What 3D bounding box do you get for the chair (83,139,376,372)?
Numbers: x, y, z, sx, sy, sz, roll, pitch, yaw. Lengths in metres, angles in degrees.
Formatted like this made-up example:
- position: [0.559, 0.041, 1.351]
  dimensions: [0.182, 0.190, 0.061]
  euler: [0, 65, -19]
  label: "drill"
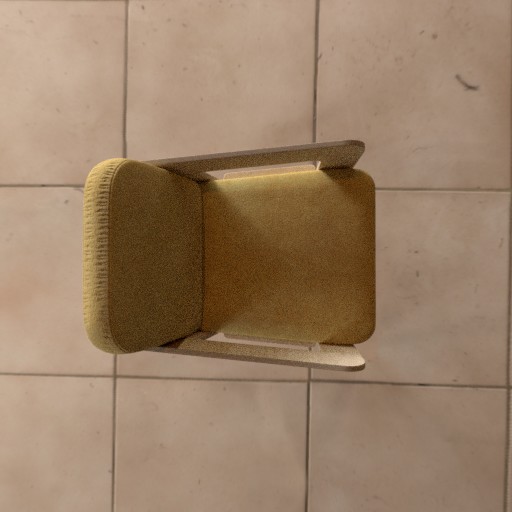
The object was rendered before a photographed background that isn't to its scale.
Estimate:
- position: [0.000, 0.000, 1.305]
  dimensions: [0.710, 0.800, 0.590]
  euler: [0, 90, 2]
  label: "chair"
